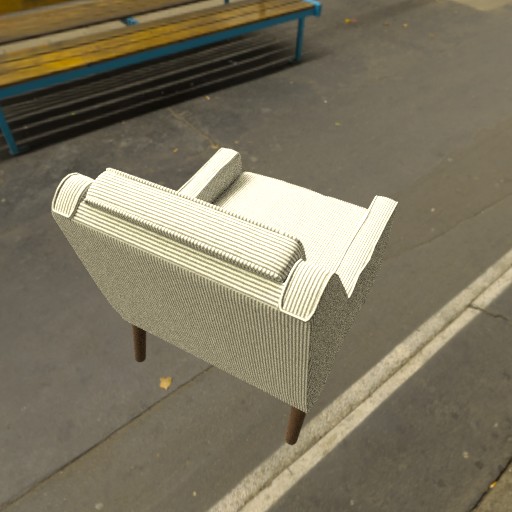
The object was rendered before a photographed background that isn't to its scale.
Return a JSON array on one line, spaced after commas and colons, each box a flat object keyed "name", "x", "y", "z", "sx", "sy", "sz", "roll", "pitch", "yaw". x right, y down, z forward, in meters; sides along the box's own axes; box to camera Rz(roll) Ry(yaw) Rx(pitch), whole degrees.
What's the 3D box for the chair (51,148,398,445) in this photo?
[{"name": "chair", "x": 0.000, "y": 0.000, "z": 1.337, "sx": 0.663, "sy": 0.792, "sz": 0.743, "roll": 22, "pitch": 49, "yaw": 20}]
